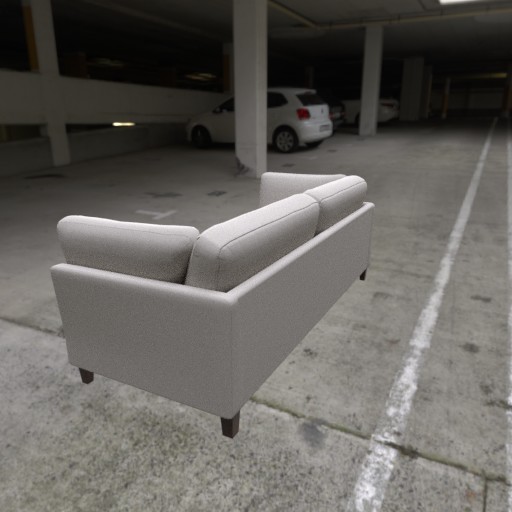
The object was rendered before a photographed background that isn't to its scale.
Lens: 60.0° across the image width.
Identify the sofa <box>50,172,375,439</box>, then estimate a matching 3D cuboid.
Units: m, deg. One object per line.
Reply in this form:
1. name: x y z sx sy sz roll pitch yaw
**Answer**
1. sofa: 0.000 0.000 2.813 0.957 0.863 2.301 9 19 26
